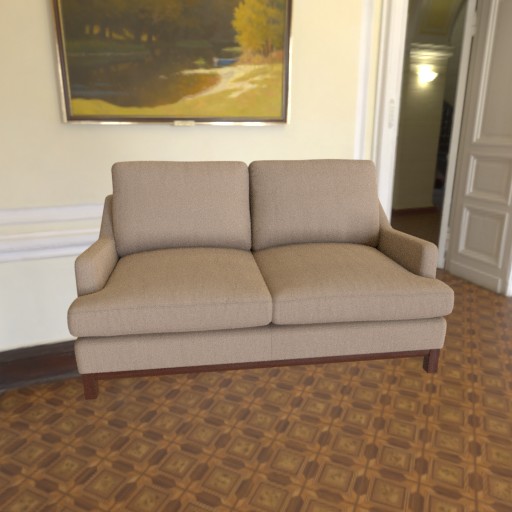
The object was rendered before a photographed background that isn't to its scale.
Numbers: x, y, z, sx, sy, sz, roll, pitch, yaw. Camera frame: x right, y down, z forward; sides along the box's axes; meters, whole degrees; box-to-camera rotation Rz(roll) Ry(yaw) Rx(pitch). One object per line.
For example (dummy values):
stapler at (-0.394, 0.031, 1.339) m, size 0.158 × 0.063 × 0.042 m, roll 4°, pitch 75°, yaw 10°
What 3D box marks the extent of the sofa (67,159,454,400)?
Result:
sofa at (0.000, 0.000, 2.245) m, size 1.619 × 0.910 × 1.004 m, roll -2°, pitch 17°, yaw -7°
